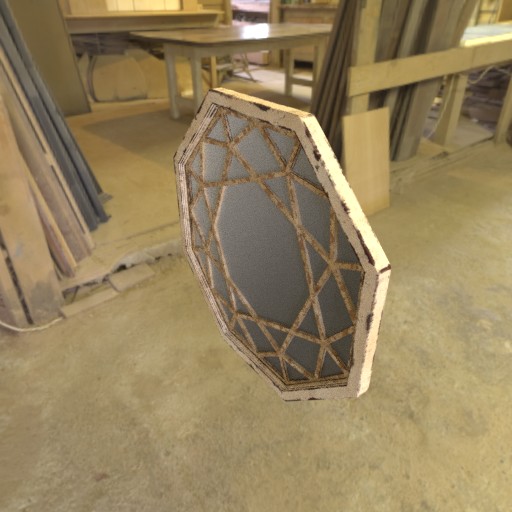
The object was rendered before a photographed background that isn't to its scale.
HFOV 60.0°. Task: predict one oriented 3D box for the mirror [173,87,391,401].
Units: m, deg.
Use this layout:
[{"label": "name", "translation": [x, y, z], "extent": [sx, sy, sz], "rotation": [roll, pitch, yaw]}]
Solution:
[{"label": "mirror", "translation": [0.000, 0.000, 0.955], "extent": [0.031, 0.648, 0.648], "rotation": [-21, 37, -31]}]
